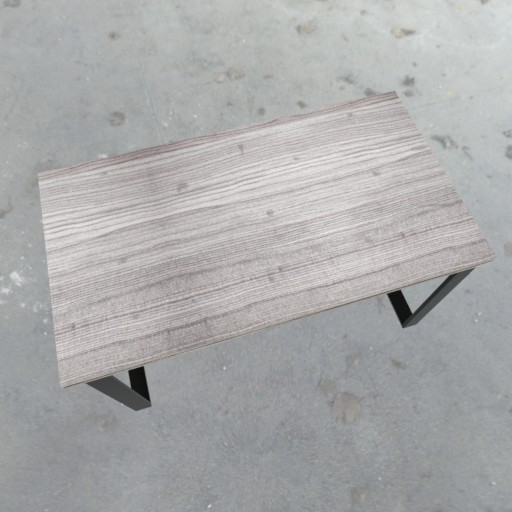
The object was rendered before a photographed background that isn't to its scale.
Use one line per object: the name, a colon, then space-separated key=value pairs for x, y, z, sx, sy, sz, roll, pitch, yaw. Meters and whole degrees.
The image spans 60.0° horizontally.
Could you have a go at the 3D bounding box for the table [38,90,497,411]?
table: x=0.000 y=0.000 z=2.038 sx=1.579 sy=0.736 sz=0.881 roll=-15 pitch=64 yaw=-8
